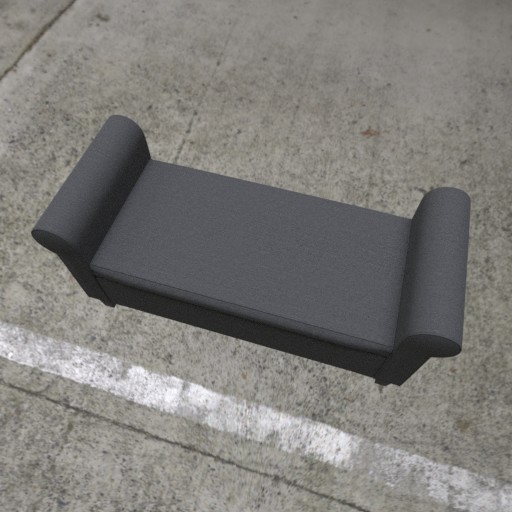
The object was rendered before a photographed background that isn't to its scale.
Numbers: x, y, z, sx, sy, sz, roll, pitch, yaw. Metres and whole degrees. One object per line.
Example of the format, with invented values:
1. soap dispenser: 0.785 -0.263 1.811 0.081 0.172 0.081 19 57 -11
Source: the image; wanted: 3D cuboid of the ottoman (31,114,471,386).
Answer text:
1. ottoman: 0.000 0.000 1.542 1.256 0.547 0.521 14 60 9
